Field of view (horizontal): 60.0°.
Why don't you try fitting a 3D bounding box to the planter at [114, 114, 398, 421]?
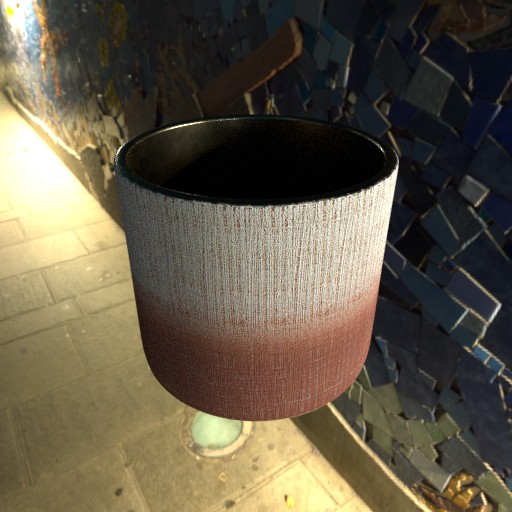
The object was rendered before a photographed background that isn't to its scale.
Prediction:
[{"bbox_3d":[0.000,0.000,0.400,0.221,0.201,0.221,0,31,0],"label":"planter"}]
